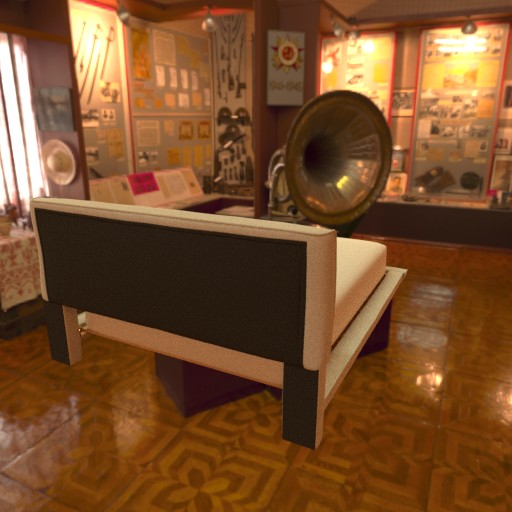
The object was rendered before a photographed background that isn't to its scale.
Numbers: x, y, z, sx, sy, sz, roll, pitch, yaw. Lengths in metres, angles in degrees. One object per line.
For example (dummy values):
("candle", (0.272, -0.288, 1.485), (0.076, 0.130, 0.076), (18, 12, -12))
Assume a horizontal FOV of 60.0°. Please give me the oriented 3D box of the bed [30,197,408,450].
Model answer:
("bed", (0.000, 0.000, 3.278), (1.840, 1.067, 2.368), (9, 19, 26))
